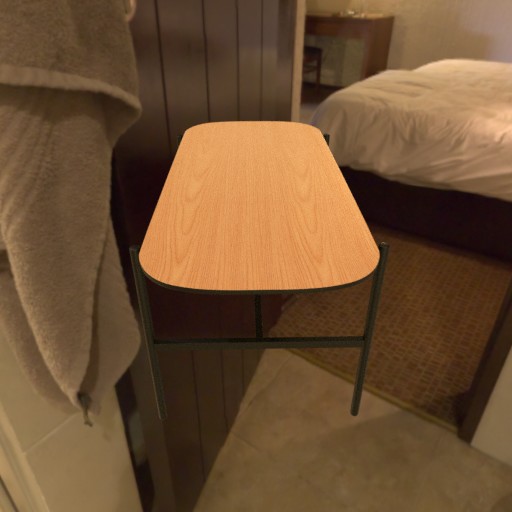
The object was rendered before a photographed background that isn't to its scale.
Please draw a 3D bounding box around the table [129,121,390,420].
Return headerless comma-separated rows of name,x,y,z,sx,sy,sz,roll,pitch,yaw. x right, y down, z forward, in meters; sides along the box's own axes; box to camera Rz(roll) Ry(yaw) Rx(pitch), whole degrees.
table,0.000,0.000,1.027,0.400,0.400,0.800,-1,32,-1
